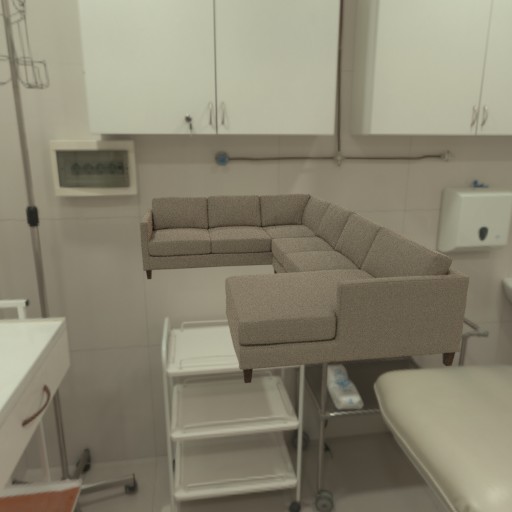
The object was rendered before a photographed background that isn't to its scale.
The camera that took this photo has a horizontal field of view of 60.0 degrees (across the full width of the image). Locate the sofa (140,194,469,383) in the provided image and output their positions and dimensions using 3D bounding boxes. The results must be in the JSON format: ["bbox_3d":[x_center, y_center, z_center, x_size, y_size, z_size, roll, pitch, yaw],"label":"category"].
[{"bbox_3d":[0.000,0.000,4.529,2.424,0.865,3.438,-2,15,-9],"label":"sofa"}]
